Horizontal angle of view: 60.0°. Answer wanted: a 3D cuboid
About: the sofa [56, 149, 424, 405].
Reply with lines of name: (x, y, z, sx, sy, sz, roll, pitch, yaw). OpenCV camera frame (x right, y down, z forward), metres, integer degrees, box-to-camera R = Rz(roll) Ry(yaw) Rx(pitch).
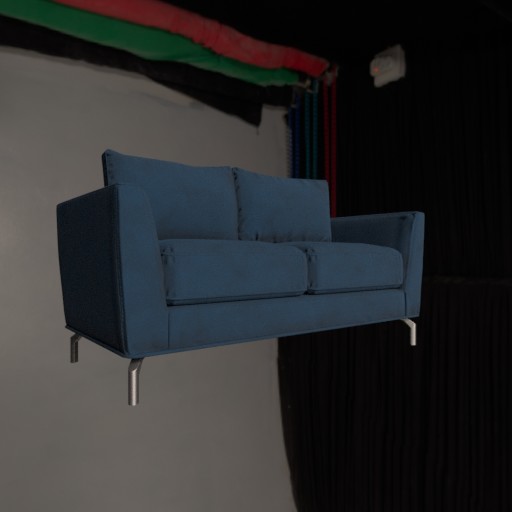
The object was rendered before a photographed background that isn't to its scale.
sofa: (0.000, 0.000, 2.311, 1.770, 1.002, 0.853, 0, 0, -37)
